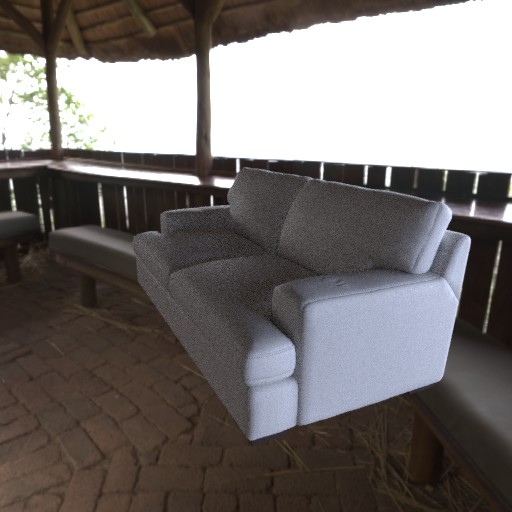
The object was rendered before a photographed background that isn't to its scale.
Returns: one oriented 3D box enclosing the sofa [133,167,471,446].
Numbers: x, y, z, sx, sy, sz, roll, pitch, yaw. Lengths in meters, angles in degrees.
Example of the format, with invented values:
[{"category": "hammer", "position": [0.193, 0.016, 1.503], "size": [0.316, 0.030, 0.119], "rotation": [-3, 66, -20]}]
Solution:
[{"category": "sofa", "position": [0.000, 0.000, 2.783], "size": [1.143, 0.940, 2.261], "rotation": [-8, 18, -25]}]
